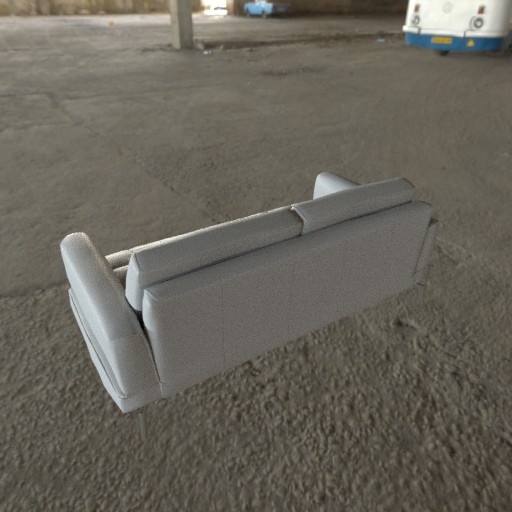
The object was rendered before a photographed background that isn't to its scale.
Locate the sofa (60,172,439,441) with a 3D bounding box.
[{"bbox_3d":[0.000,0.000,2.786,2.177,0.930,1.121,-18,35,-27],"label":"sofa"}]
